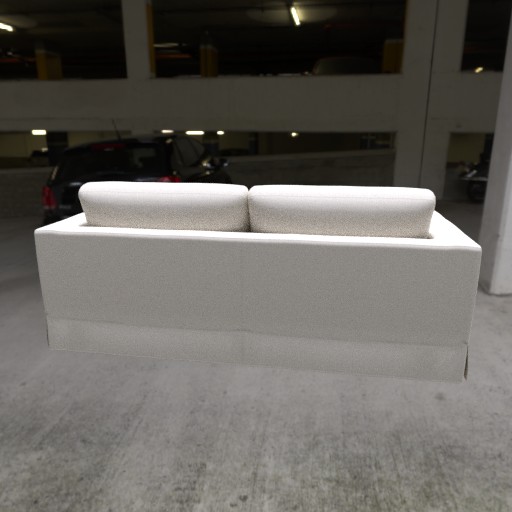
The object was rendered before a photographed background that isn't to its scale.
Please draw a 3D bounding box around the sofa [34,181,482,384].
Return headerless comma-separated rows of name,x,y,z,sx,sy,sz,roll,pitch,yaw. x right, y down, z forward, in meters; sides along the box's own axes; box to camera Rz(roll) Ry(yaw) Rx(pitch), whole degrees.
sofa,0.000,0.000,2.566,2.163,0.881,0.954,3,16,9
